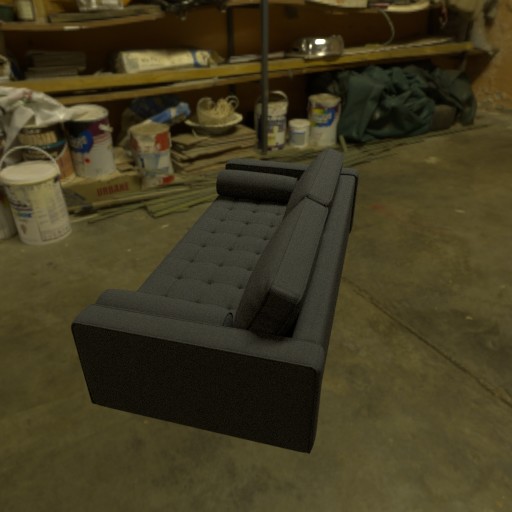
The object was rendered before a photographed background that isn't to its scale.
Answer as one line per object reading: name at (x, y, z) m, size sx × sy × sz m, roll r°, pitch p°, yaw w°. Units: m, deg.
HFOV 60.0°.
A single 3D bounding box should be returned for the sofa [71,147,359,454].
sofa at (0.000, 0.000, 2.334) m, size 0.914 × 0.759 × 1.875 m, roll 8°, pitch 32°, yaw 13°
